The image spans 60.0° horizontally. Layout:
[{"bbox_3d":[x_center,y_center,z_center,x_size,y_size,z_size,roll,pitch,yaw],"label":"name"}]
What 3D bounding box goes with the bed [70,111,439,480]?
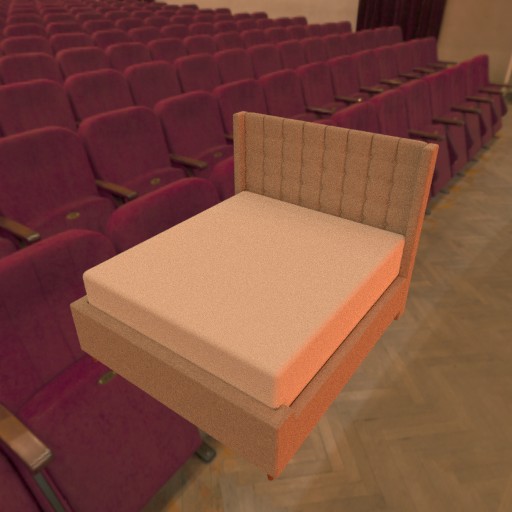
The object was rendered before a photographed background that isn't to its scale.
[{"bbox_3d":[0.000,0.000,3.782,2.045,1.743,2.370,20,36,30],"label":"bed"}]
